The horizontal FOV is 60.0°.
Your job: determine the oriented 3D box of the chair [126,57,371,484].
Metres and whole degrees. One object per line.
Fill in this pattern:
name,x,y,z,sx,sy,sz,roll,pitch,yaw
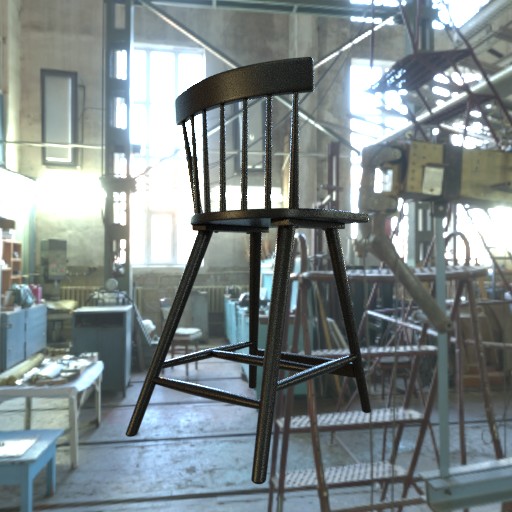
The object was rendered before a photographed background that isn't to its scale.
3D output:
chair,0.000,0.000,1.270,0.483,0.952,0.572,-1,-1,37
